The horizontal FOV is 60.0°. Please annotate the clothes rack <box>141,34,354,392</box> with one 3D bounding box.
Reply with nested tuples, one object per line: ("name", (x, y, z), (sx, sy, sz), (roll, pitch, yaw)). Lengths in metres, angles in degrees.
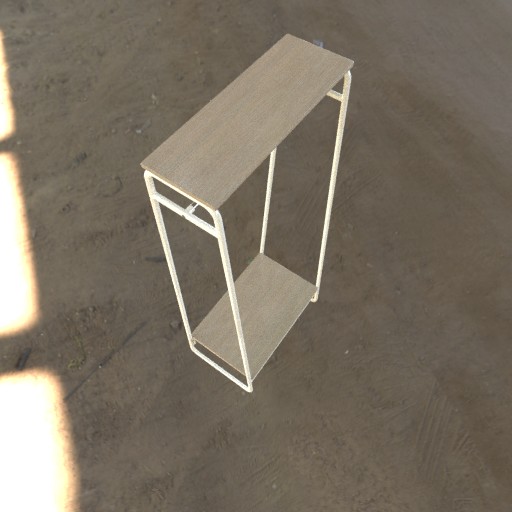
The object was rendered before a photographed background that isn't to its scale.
("clothes rack", (0.000, 0.000, 1.809), (0.400, 1.512, 0.640), (32, 64, 17))
